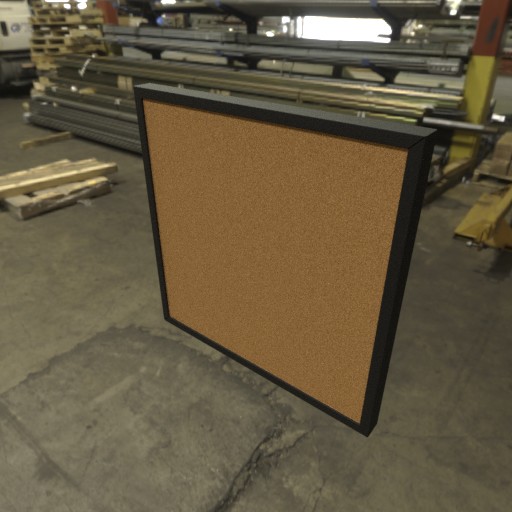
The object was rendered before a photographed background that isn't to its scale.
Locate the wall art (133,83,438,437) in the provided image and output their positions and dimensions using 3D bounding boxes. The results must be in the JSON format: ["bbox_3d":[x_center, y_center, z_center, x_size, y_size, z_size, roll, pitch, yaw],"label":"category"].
[{"bbox_3d":[0.000,0.000,0.764,0.508,0.508,0.037,22,37,32],"label":"wall art"}]
